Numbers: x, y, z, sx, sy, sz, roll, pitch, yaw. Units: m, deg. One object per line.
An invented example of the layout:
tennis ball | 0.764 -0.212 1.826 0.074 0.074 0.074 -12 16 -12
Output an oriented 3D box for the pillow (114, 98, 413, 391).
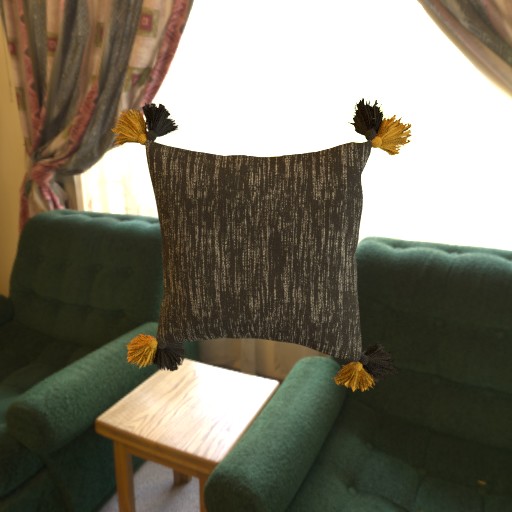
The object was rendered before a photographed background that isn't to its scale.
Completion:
pillow | 0.000 0.000 0.973 0.654 0.659 0.139 2 16 8
